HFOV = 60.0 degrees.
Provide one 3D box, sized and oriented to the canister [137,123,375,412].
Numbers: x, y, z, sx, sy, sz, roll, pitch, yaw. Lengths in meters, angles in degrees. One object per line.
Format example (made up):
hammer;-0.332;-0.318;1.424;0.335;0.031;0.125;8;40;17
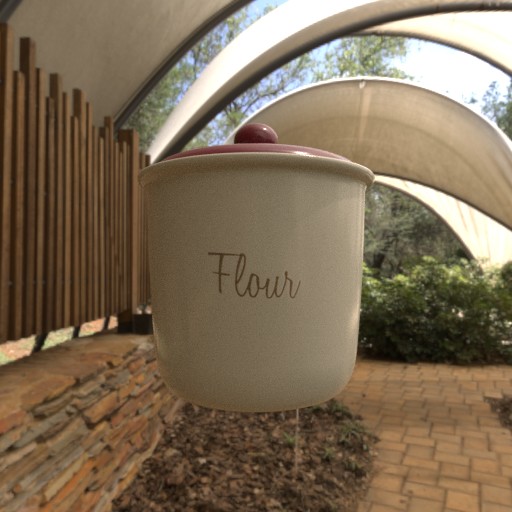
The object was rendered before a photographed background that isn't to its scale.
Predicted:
canister;0.000;0.000;0.350;0.182;0.208;0.182;0;-1;0
